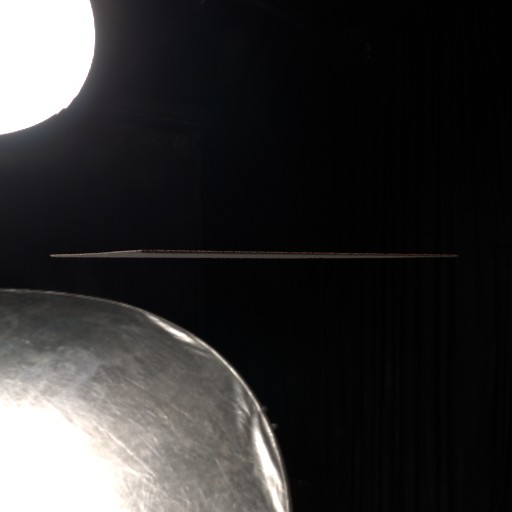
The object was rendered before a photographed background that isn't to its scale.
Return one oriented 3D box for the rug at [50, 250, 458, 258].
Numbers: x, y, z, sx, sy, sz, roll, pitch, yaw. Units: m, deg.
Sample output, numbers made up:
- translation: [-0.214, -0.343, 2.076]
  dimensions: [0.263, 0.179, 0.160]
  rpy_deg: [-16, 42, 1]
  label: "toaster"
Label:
- translation: [0.000, 0.000, 5.258]
  dimensions: [3.965, 0.025, 2.803]
  rpy_deg: [1, -1, -36]
  label: "rug"
